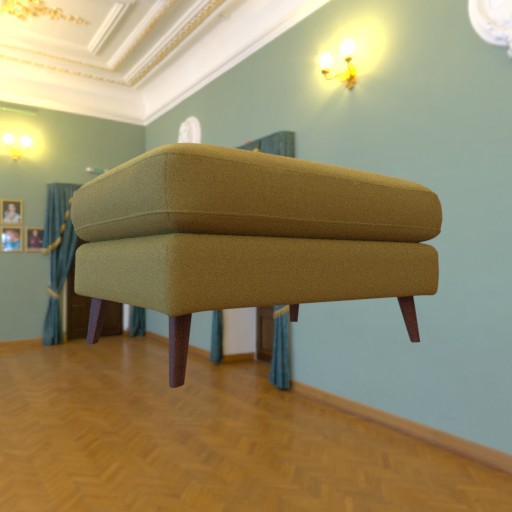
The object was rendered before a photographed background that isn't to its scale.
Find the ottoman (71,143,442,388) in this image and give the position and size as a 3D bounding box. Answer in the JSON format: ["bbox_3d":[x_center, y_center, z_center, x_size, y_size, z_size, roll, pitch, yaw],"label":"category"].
[{"bbox_3d":[0.000,0.000,1.154,0.811,0.449,0.608,0,-1,-36],"label":"ottoman"}]
